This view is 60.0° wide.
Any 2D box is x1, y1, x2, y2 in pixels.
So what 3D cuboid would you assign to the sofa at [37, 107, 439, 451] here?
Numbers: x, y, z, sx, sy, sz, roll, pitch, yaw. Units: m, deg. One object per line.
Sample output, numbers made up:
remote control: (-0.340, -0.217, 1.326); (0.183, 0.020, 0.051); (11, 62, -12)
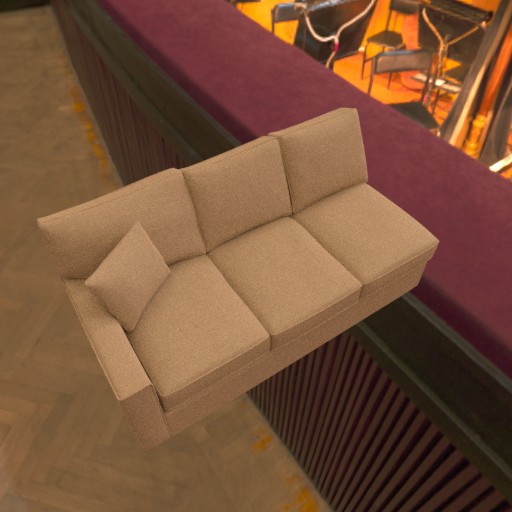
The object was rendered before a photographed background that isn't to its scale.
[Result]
sofa: (0.000, 0.000, 2.516); (1.962, 0.946, 1.034); (-26, 52, -22)
